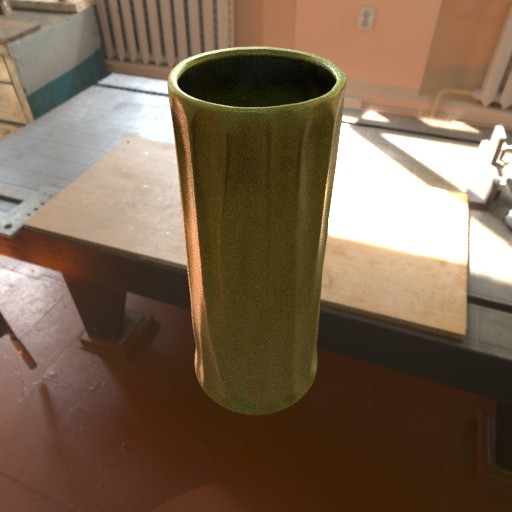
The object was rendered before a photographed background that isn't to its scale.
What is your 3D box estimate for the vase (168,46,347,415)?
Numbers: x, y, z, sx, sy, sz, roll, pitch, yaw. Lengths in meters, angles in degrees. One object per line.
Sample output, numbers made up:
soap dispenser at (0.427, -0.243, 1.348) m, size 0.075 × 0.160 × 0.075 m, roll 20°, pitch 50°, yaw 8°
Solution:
vase at (0.000, 0.000, 0.176) m, size 0.061 × 0.143 × 0.061 m, roll 0°, pitch 42°, yaw 0°
